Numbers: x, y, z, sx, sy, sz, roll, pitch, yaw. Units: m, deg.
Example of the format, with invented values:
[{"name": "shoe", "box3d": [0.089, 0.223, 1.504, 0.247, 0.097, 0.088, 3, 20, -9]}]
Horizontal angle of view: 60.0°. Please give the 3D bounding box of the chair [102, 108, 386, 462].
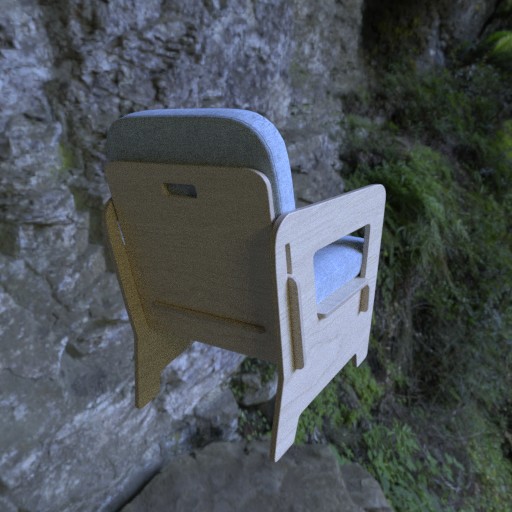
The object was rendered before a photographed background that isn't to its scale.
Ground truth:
[{"name": "chair", "box3d": [0.000, 0.000, 1.290, 0.590, 0.800, 0.710, 9, 19, 27]}]
